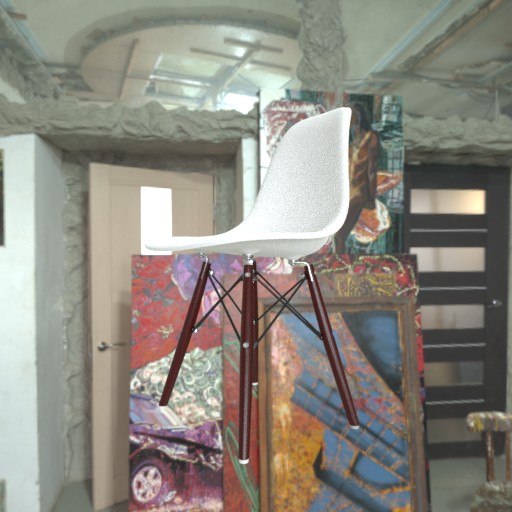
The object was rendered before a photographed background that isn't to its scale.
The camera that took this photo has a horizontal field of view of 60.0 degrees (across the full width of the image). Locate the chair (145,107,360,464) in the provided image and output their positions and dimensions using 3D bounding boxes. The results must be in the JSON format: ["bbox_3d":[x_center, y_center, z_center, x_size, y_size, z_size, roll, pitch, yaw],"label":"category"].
[{"bbox_3d":[0.000,0.000,1.149,0.533,0.826,0.470,-1,1,-38],"label":"chair"}]
